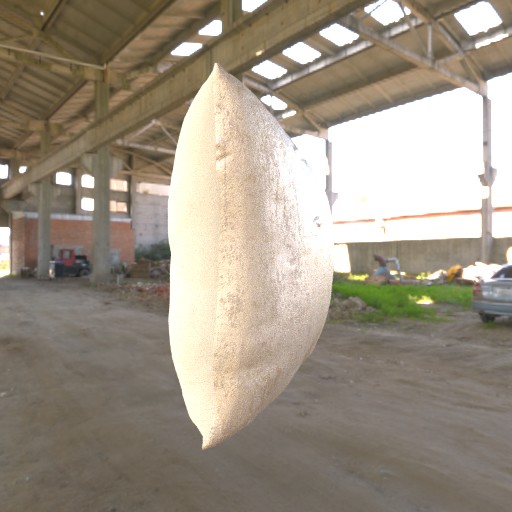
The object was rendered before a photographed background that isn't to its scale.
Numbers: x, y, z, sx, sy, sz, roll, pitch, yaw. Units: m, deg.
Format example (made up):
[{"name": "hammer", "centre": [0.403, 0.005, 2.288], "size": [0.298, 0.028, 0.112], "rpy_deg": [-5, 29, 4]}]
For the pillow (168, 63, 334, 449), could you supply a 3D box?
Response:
[{"name": "pillow", "centre": [0.000, 0.000, 0.724], "size": [0.245, 0.448, 0.450], "rpy_deg": [0, -1, 18]}]
